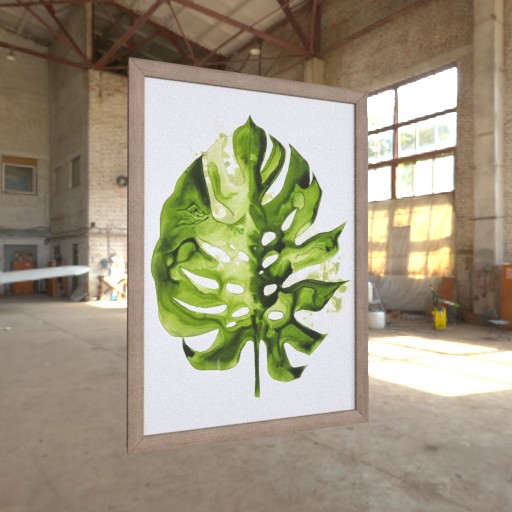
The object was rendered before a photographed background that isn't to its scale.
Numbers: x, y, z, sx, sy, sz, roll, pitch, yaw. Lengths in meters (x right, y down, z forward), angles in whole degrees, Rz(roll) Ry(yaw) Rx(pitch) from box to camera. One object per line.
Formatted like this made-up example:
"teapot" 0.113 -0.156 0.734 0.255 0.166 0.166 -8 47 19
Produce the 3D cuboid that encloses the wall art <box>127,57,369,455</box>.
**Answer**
"wall art" 0.000 0.000 0.638 0.356 0.509 0.031 0 -1 -19
